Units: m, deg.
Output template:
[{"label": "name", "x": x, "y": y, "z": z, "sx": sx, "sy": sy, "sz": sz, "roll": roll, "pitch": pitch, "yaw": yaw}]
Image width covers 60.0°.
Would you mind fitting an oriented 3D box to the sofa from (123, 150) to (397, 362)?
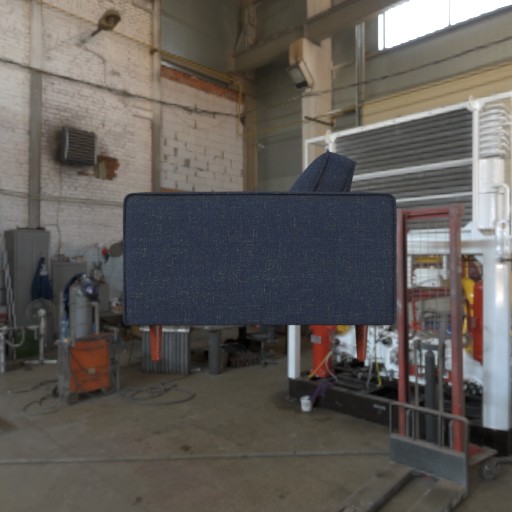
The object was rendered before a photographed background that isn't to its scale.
[{"label": "sofa", "x": 0.000, "y": 0.000, "z": 2.358, "sx": 0.914, "sy": 0.762, "sz": 1.880, "roll": 0, "pitch": 0, "yaw": 0}]
